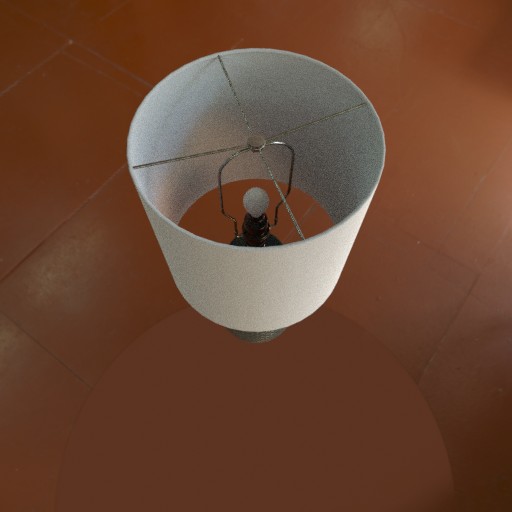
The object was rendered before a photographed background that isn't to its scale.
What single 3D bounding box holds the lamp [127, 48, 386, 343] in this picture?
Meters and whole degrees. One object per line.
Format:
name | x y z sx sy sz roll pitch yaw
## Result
lamp | 0.000 0.000 0.576 0.217 0.453 0.217 -18 65 -9
